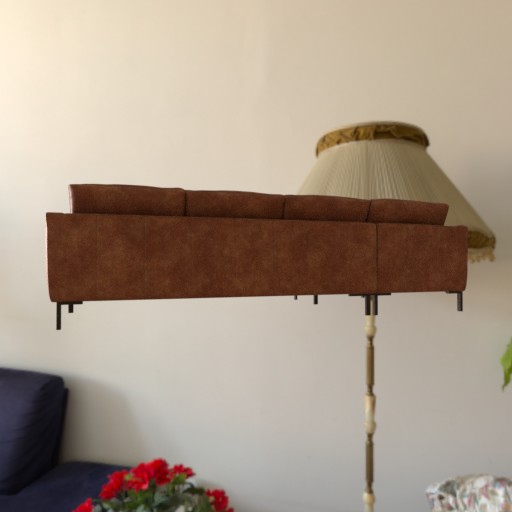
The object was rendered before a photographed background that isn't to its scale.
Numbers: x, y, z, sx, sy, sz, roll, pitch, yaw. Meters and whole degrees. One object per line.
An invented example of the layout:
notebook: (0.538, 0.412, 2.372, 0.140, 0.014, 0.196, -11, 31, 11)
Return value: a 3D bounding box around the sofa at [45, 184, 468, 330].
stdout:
sofa: (0.000, 0.000, 3.624, 2.993, 0.859, 1.471, 0, -1, -19)
